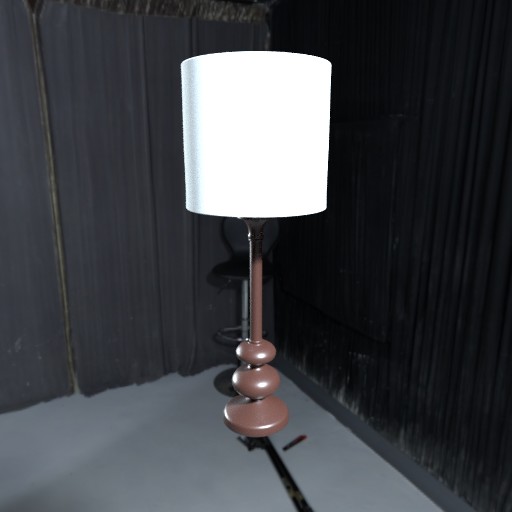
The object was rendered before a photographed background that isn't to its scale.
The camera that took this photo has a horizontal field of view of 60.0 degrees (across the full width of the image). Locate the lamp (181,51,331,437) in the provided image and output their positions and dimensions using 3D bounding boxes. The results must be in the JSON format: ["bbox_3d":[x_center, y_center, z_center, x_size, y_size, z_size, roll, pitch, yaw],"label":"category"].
[{"bbox_3d":[0.000,0.000,0.838,0.254,0.690,0.254,-7,16,-26],"label":"lamp"}]
